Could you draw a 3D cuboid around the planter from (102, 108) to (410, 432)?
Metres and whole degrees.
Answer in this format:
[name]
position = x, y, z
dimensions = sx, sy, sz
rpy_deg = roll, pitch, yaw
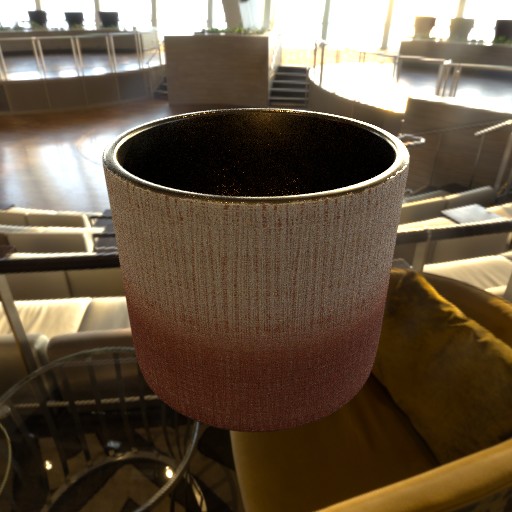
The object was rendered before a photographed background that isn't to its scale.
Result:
[planter]
position = 0.000, 0.000, 0.301
dimensions = 0.178, 0.157, 0.178
rpy_deg = 0, 31, 0
